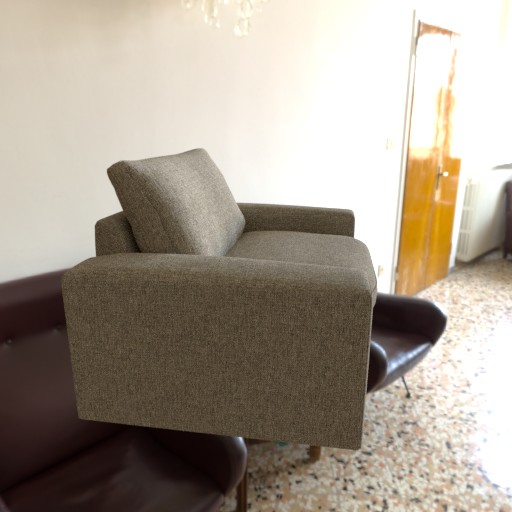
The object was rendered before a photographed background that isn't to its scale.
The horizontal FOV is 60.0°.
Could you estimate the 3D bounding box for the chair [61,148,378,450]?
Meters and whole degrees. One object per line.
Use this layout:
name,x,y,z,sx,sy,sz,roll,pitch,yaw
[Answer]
chair,0.000,0.000,2.017,1.039,0.915,1.398,3,16,9
